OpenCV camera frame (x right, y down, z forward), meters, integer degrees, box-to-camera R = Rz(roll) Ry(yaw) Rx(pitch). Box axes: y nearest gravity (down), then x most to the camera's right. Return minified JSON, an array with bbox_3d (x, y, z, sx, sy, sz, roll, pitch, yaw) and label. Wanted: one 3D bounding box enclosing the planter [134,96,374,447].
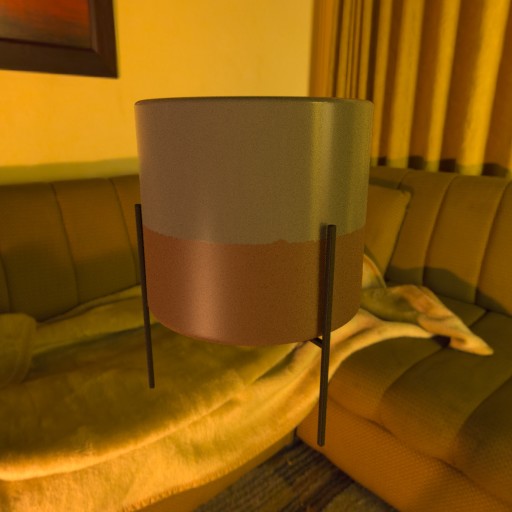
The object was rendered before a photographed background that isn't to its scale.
[{"bbox_3d":[0.000,0.000,0.730,0.348,0.480,0.360,9,19,26],"label":"planter"}]
